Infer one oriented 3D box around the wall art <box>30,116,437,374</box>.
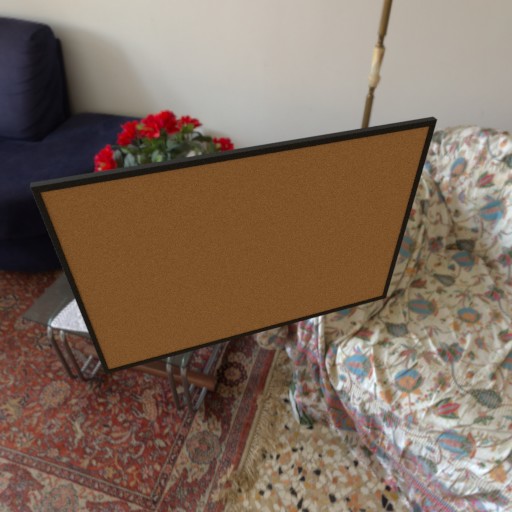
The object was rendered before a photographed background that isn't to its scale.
[{"bbox_3d":[0.000,0.000,0.851,0.664,0.458,0.013,-13,43,-14],"label":"wall art"}]
